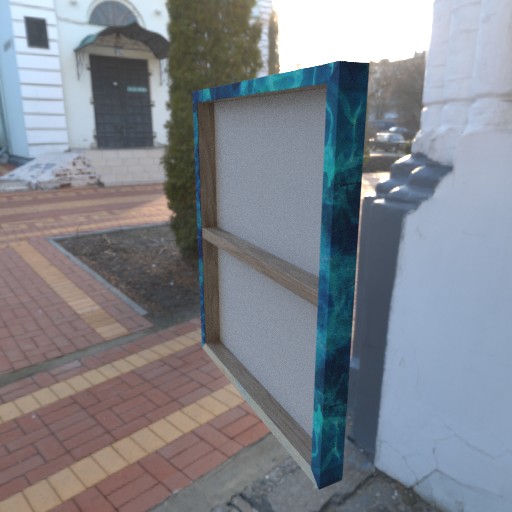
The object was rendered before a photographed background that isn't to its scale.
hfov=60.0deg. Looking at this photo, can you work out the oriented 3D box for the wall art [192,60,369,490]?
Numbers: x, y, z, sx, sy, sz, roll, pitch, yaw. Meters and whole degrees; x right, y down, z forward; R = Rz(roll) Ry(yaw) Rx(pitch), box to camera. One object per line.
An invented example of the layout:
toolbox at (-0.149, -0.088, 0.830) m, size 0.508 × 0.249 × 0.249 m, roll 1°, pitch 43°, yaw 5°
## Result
wall art at (0.000, 0.000, 0.690) m, size 0.038 × 0.508 × 0.432 m, roll -8°, pitch 18°, yaw -26°
